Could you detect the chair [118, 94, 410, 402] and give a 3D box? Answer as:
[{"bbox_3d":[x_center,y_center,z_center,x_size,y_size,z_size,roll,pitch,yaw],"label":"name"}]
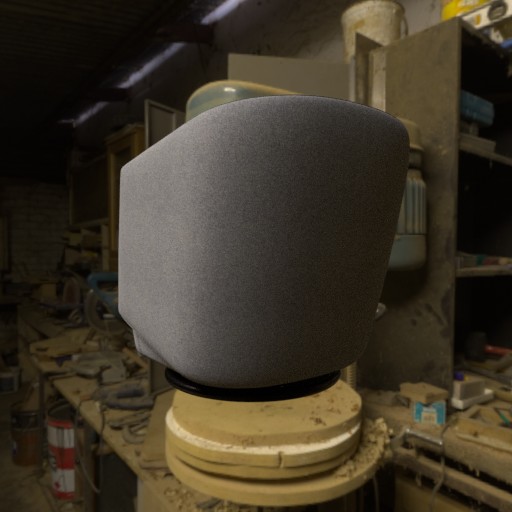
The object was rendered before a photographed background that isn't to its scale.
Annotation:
[{"bbox_3d":[0.000,0.000,1.605,0.822,0.861,0.986,-1,2,-37],"label":"chair"}]
